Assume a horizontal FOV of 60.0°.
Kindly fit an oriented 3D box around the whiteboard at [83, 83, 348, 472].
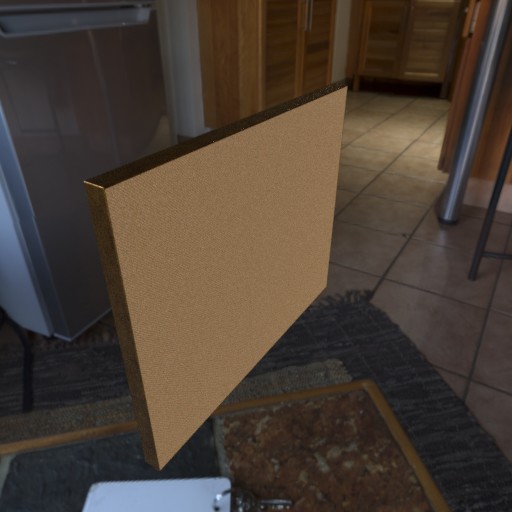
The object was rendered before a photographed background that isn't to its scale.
[{"bbox_3d":[0.000,0.000,0.744,0.029,0.457,0.561,20,37,28],"label":"whiteboard"}]
